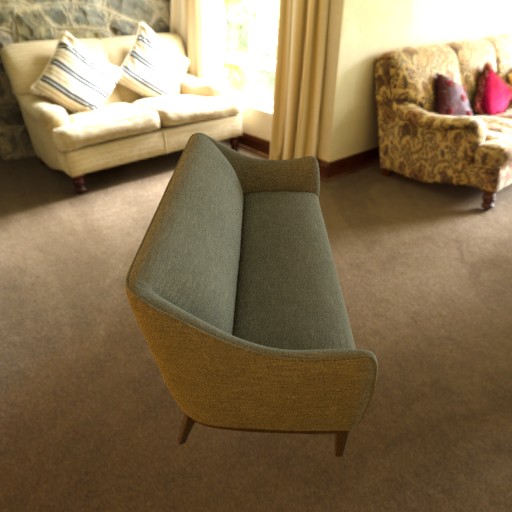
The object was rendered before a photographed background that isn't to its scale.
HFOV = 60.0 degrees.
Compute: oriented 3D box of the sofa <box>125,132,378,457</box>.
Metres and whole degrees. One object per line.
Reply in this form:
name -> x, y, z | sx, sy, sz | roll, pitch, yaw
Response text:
sofa -> 0.000, 0.000, 2.351 | 0.867, 0.829, 1.928 | 0, 32, 1
